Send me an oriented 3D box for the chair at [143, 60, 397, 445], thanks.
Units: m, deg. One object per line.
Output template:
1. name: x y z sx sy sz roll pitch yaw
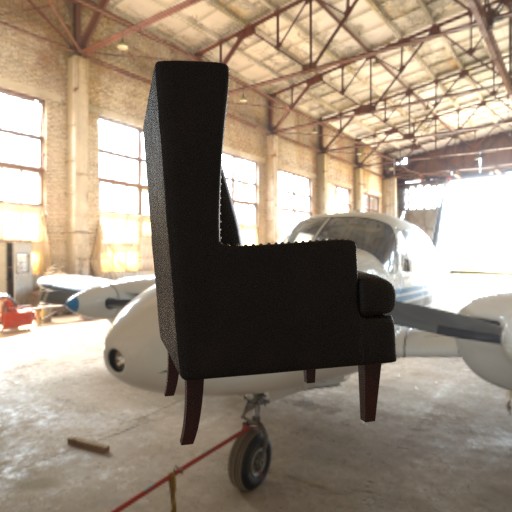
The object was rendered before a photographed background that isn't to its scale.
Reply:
1. chair: 0.000 0.000 1.677 0.799 1.142 0.703 0 0 -17
